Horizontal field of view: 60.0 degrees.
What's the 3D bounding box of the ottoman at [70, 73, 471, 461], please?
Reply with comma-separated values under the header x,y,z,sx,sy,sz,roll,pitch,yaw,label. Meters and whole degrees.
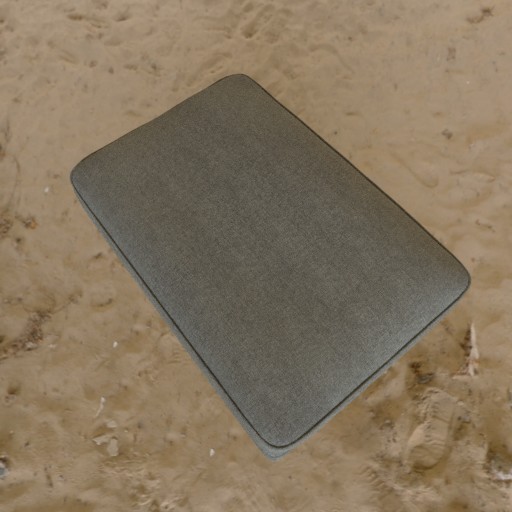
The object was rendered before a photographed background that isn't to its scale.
x,y,z,sx,sy,sz,roll,pitch,yaw,label
0.000,0.000,1.127,0.561,0.457,0.813,-35,69,-16,ottoman
